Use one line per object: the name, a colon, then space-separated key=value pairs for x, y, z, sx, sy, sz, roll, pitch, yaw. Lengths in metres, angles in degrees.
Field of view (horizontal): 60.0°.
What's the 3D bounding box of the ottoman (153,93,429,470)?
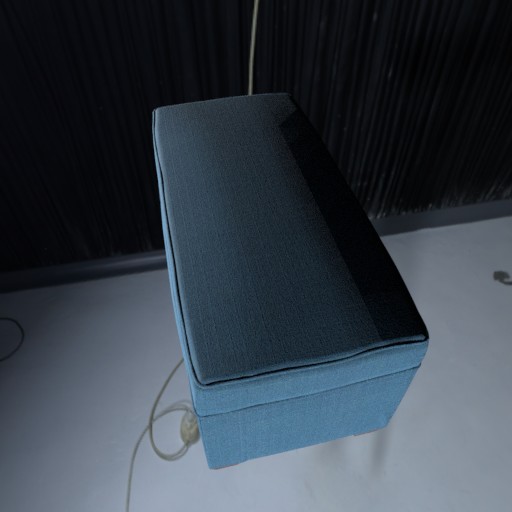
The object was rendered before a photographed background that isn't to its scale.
ottoman: x=0.000 y=0.000 z=1.210 sx=0.474 sy=0.474 sz=0.943 roll=-10 pitch=48 yaw=-9
